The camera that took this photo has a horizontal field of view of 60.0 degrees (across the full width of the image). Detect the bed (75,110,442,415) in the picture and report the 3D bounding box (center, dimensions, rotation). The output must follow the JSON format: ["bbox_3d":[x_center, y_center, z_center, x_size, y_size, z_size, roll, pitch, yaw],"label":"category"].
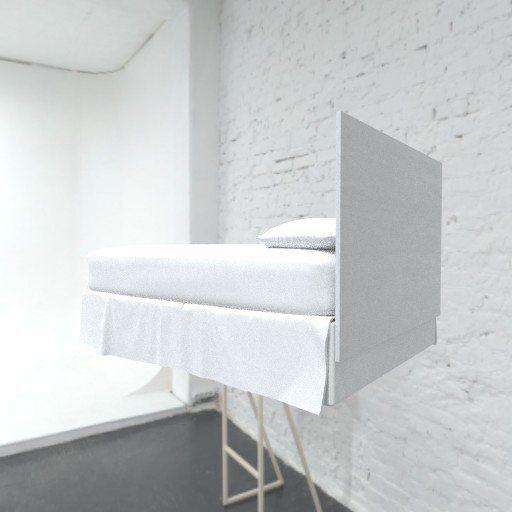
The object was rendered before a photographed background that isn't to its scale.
[{"bbox_3d":[0.000,0.000,3.184,2.094,1.335,1.745,1,2,37],"label":"bed"}]
